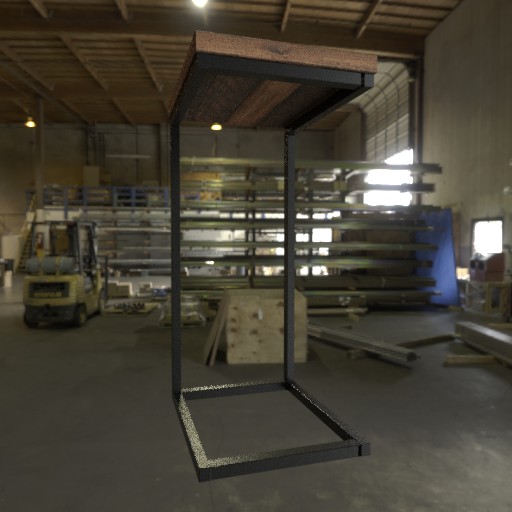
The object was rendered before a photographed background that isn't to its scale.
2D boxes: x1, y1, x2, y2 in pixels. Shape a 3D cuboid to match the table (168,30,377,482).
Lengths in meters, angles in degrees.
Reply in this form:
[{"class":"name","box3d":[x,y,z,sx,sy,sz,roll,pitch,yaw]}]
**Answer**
[{"class":"table","box3d":[0.000,0.000,0.942,0.323,0.718,0.414,-1,2,-17]}]
